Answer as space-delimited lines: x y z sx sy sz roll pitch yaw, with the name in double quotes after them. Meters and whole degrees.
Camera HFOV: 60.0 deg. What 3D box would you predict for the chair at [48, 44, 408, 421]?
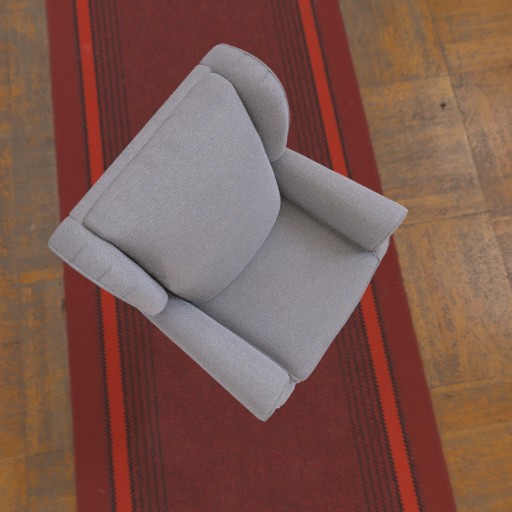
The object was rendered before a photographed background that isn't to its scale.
0.000 0.000 1.645 0.854 0.966 0.906 35 79 8 "chair"
